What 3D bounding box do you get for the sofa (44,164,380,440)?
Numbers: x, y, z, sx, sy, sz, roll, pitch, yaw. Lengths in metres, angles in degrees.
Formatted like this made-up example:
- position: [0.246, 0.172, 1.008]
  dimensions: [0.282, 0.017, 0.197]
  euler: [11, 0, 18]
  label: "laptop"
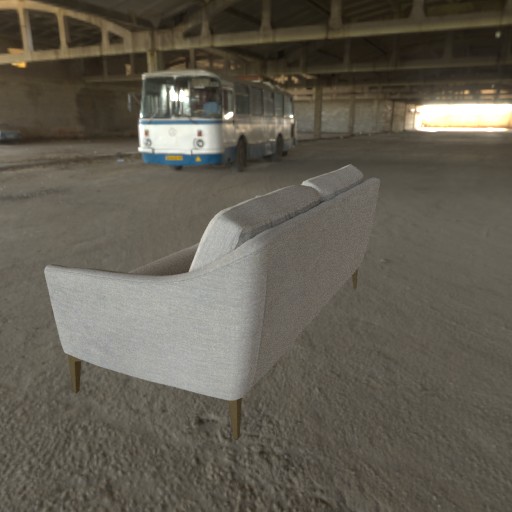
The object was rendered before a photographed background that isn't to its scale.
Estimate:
- position: [0.000, 0.000, 2.534]
  dimensions: [0.980, 0.913, 2.036]
  euler: [8, 19, 25]
  label: "sofa"
